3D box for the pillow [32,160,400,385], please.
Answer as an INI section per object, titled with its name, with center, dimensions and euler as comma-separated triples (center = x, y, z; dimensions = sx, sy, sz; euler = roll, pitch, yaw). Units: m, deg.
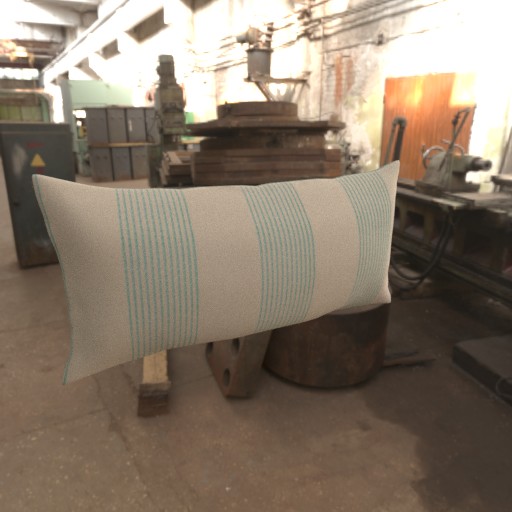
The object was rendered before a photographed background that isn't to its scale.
[pillow]
center = 0.000, 0.000, 0.709
dimensions = 0.610, 0.287, 0.151
euler = -9, 18, -27
